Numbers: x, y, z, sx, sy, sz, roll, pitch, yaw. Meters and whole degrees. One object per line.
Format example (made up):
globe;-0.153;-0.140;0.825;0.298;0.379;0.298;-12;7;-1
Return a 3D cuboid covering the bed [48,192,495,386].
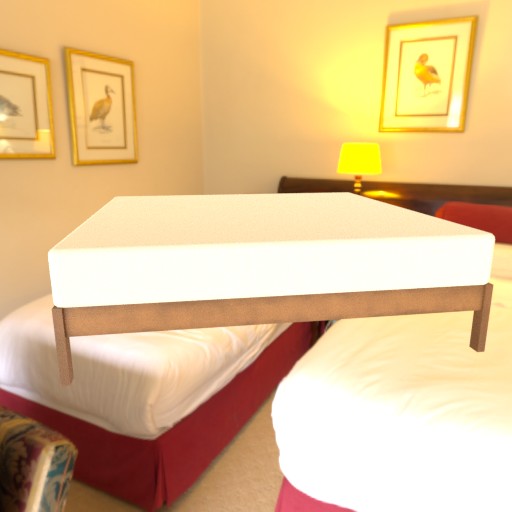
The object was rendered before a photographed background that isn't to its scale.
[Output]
bed;0.000;0.000;2.947;2.049;0.616;1.930;-2;14;-9
